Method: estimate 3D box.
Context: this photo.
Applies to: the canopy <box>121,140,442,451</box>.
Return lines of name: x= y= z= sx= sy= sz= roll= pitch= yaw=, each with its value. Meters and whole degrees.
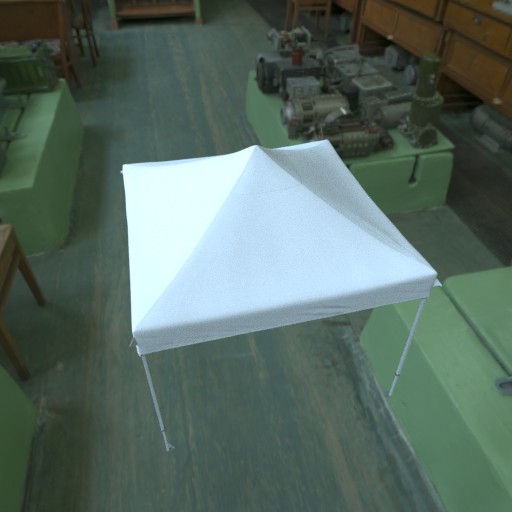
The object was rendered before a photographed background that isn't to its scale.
canopy: x=0.000 y=0.000 z=5.516 sx=2.996 sy=2.998 sz=2.994 roll=-10 pitch=42 yaw=-11
